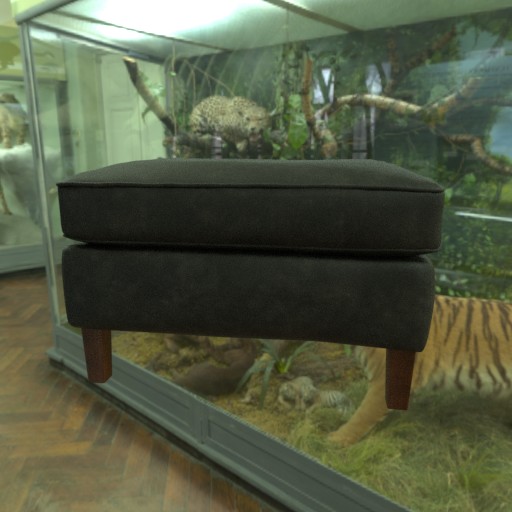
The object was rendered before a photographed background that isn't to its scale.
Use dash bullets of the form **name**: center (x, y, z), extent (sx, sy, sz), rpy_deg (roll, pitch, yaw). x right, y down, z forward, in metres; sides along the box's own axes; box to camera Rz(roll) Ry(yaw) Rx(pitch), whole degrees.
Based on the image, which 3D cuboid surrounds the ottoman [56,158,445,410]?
- **ottoman**: center (0.000, 0.000, 0.963), extent (0.665, 0.413, 0.501), rpy_deg (2, 14, 9)
